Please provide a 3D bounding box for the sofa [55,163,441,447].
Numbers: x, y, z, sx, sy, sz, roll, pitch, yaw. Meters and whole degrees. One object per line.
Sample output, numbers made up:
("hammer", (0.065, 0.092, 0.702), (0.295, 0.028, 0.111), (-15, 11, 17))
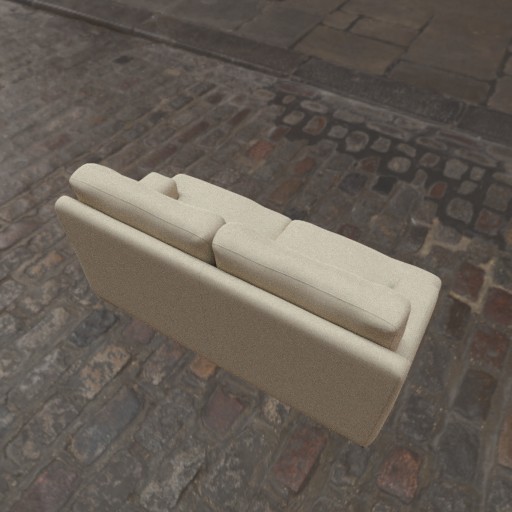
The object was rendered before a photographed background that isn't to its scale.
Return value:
("sofa", (0.000, 0.000, 2.431), (1.885, 0.967, 0.962), (24, 52, 21))
